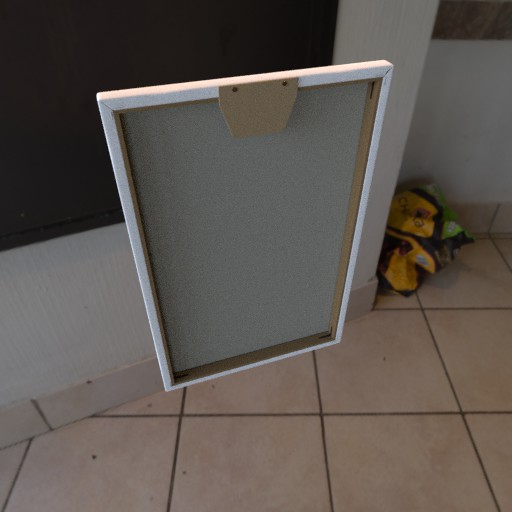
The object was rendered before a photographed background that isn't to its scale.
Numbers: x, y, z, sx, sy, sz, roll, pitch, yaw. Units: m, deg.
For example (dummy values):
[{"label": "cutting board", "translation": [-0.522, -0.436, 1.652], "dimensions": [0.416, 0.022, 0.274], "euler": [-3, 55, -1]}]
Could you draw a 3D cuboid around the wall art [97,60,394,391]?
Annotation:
[{"label": "wall art", "translation": [0.000, 0.000, 1.164], "dimensions": [0.602, 0.916, 0.048], "euler": [-12, 42, -14]}]
